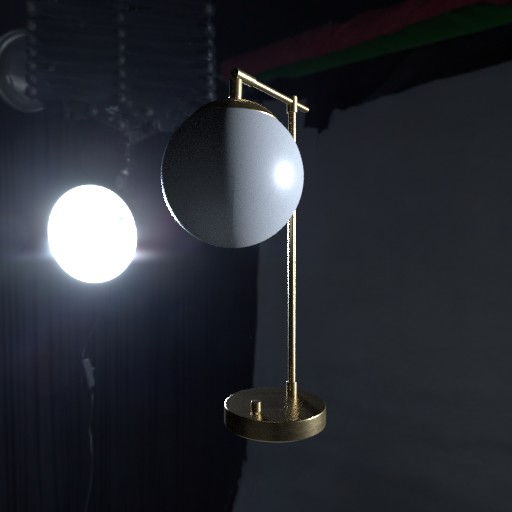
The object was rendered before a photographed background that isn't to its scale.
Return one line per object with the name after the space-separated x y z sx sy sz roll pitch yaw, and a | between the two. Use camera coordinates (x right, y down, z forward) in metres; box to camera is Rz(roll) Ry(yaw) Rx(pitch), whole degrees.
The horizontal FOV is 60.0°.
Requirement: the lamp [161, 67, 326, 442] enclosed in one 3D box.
0.000 0.000 0.699 0.207 0.559 0.324 1 1 35 | lamp
